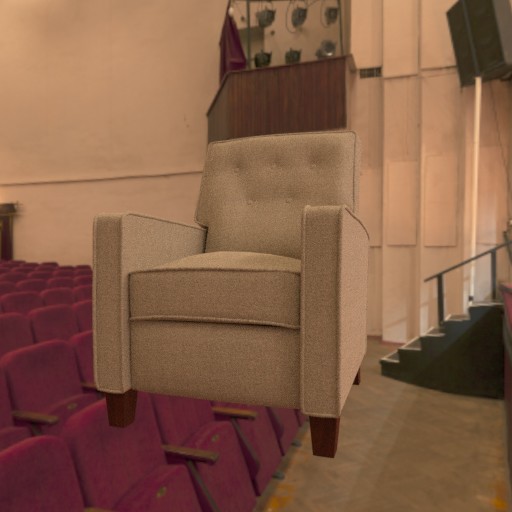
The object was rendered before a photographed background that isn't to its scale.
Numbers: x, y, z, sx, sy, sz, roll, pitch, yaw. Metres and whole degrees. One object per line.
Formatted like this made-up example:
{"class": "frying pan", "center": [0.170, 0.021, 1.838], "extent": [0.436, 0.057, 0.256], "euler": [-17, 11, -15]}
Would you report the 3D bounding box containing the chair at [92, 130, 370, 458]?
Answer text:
{"class": "chair", "center": [0.000, 0.000, 1.384], "extent": [0.648, 0.888, 0.754], "euler": [0, 0, 19]}
